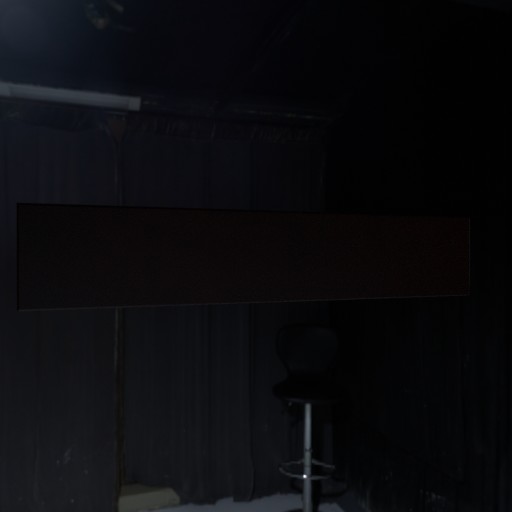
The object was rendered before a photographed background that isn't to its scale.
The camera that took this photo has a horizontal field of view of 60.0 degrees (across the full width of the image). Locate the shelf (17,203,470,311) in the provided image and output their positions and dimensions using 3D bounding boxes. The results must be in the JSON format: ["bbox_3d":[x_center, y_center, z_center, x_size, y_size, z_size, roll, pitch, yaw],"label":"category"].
[{"bbox_3d":[0.000,0.000,0.503,0.457,0.088,0.152,0,0,-18],"label":"shelf"}]
